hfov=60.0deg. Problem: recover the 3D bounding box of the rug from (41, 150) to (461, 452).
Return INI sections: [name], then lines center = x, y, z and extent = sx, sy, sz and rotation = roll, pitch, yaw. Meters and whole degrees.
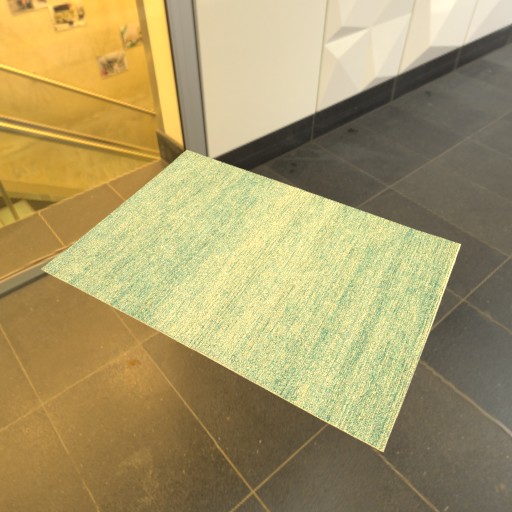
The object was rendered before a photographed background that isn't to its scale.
[rug]
center = 0.000, 0.000, 2.932
extent = 2.305, 0.029, 1.593
rotation = 23, 50, 20
